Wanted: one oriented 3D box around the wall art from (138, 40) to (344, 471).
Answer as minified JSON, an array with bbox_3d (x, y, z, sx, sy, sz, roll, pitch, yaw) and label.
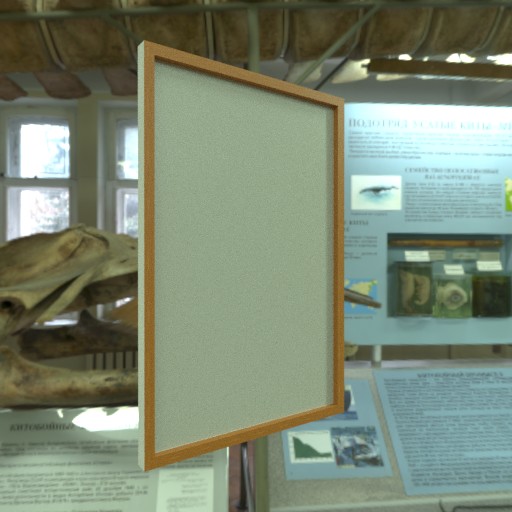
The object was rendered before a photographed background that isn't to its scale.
[{"bbox_3d":[0.000,0.000,0.751,0.405,0.608,0.025,0,0,-36],"label":"wall art"}]
